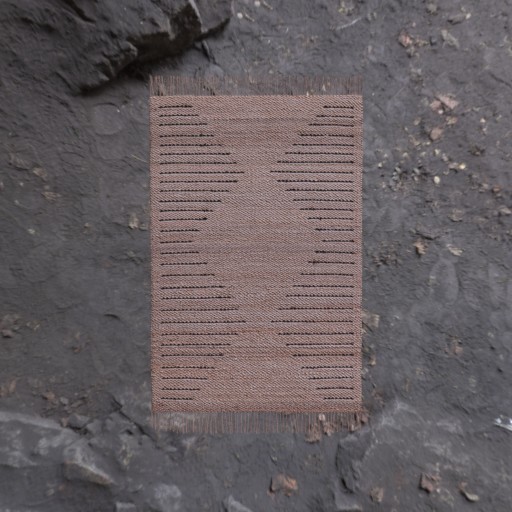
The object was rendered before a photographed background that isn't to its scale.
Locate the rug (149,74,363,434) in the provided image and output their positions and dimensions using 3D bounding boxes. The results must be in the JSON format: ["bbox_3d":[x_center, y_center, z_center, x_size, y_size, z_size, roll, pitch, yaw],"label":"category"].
[{"bbox_3d":[0.000,0.000,2.562,1.224,0.027,2.085,0,91,0],"label":"rug"}]
